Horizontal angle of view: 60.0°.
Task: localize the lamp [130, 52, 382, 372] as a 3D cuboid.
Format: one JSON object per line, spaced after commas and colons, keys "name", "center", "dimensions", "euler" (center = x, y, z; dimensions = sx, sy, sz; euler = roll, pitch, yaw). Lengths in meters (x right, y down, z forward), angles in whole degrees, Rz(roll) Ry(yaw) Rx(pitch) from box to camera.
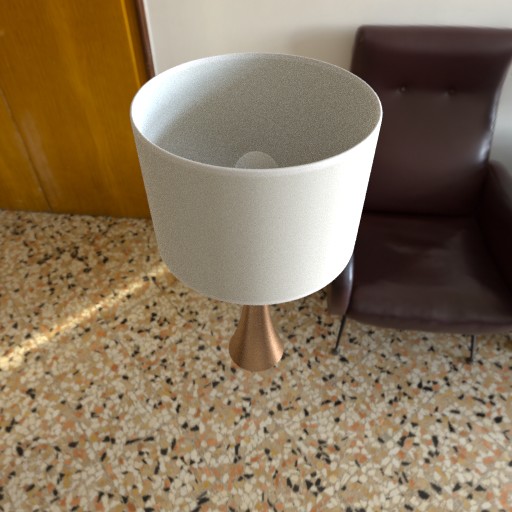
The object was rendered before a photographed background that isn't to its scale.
{"name": "lamp", "center": [0.000, 0.000, 0.648], "dimensions": [0.268, 0.479, 0.268], "euler": [-22, 49, -21]}
